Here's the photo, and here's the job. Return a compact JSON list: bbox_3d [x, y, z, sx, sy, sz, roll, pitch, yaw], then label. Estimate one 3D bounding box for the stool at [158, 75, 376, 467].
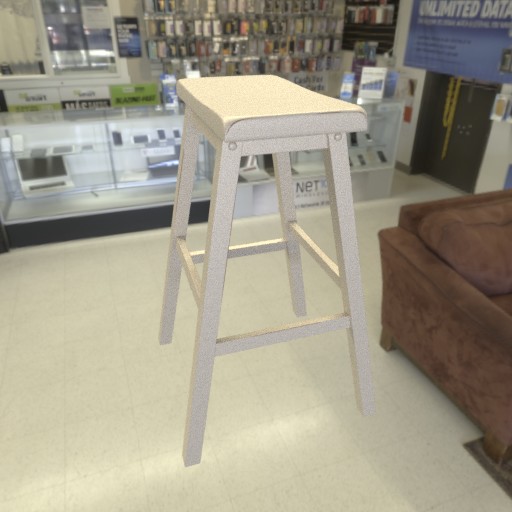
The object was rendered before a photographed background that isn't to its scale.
[{"bbox_3d":[0.000,0.000,1.043,0.476,0.737,0.457,-9,30,-16],"label":"stool"}]
